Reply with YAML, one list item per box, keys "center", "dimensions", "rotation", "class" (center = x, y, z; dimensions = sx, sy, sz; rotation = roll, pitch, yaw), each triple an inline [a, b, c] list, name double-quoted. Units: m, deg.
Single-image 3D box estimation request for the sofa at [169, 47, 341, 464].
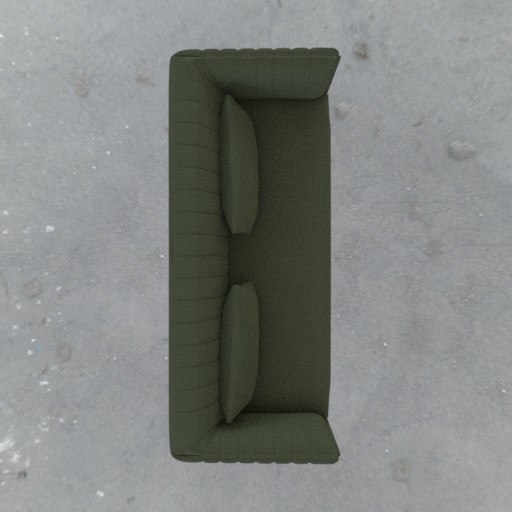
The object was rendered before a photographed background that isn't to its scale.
- center: [0.000, 0.000, 2.564]
  dimensions: [0.896, 0.793, 2.137]
  rotation: [0, 90, 1]
  class: "sofa"
